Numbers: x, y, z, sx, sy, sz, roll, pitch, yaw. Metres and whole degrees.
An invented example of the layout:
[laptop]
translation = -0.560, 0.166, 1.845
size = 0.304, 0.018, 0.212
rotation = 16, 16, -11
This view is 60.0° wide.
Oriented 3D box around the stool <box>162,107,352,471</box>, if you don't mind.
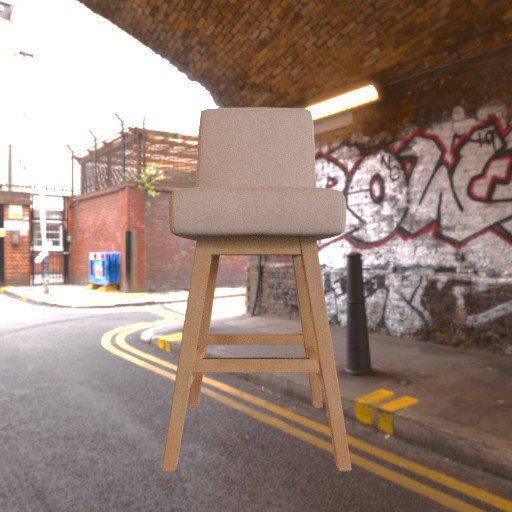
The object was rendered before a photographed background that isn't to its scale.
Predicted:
[stool]
translation = 0.000, 0.000, 1.293
size = 0.446, 1.015, 0.543
rotation = 0, 0, 0
